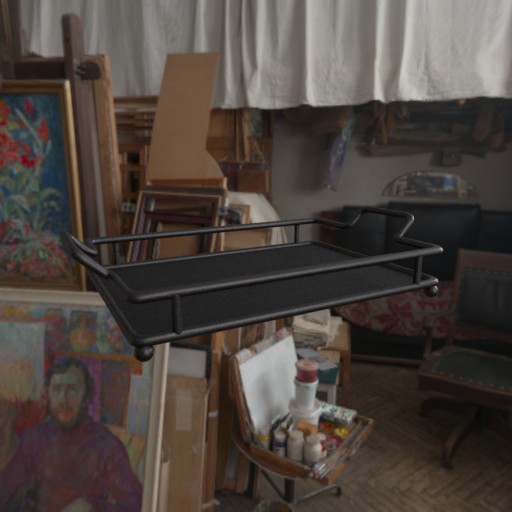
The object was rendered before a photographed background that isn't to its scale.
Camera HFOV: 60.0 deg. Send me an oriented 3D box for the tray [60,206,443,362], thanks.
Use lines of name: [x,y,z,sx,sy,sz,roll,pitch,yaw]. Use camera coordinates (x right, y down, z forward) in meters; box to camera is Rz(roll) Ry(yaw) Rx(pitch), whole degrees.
tray: [0.000,0.000,0.625,0.495,0.101,0.297,-7,16,-27]
